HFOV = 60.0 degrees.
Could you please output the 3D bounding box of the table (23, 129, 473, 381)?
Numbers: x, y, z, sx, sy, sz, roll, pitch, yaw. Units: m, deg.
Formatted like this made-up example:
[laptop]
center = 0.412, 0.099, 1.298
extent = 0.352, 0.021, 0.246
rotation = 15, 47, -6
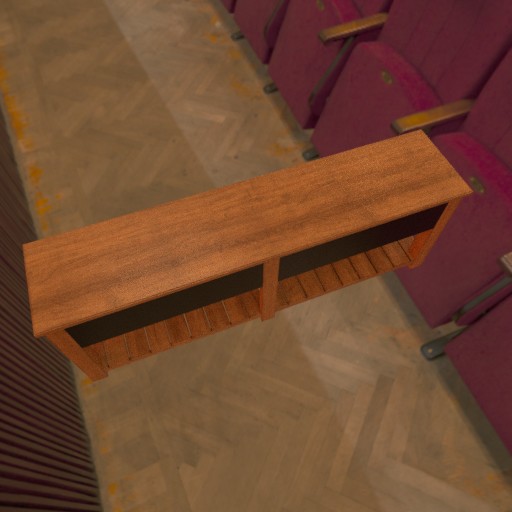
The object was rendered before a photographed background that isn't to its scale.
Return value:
[table]
center = 0.000, 0.000, 2.082
extent = 1.815, 0.635, 0.425
rotation = -18, 60, -11
